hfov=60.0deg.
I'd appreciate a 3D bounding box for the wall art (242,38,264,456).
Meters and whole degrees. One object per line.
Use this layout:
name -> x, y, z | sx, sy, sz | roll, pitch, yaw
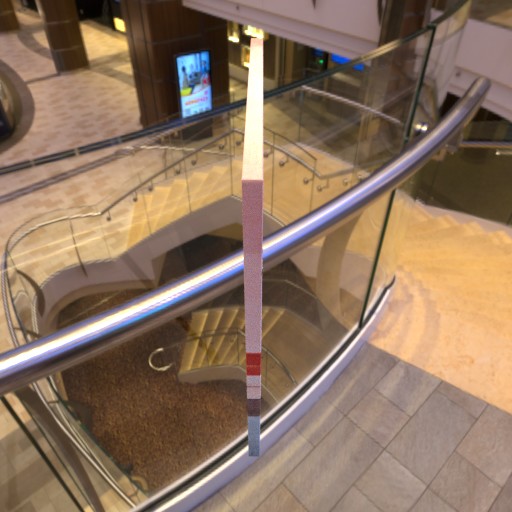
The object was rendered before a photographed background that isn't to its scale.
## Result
wall art -> 0.000, 0.000, 1.343 | 0.039, 1.016, 0.761 | 0, 42, 0
